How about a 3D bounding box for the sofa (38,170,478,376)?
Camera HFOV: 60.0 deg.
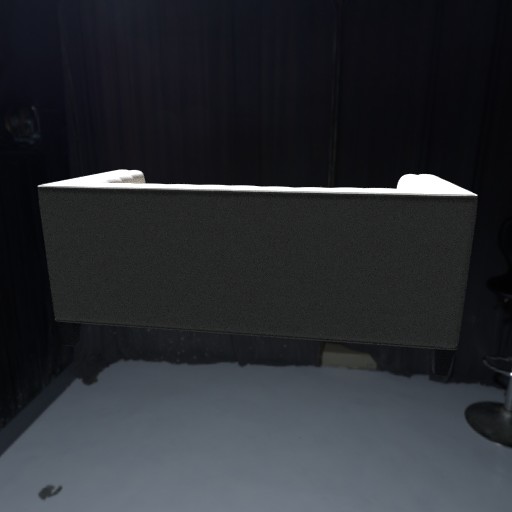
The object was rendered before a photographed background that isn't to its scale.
[{"bbox_3d":[0.000,0.000,2.215,1.778,0.762,0.775,3,16,9],"label":"sofa"}]
